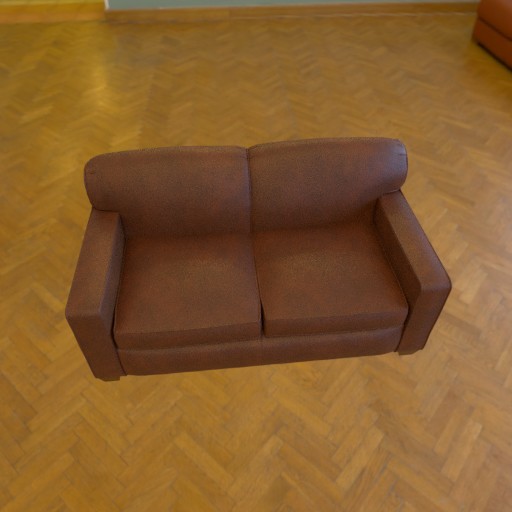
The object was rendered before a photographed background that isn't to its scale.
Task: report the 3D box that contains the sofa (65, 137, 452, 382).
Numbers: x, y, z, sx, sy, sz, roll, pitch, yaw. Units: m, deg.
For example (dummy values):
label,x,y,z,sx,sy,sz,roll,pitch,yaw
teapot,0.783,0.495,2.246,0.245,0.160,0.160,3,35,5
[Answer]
label,x,y,z,sx,sy,sz,roll,pitch,yaw
sofa,0.000,0.000,2.502,1.856,0.966,1.000,-4,45,-4
